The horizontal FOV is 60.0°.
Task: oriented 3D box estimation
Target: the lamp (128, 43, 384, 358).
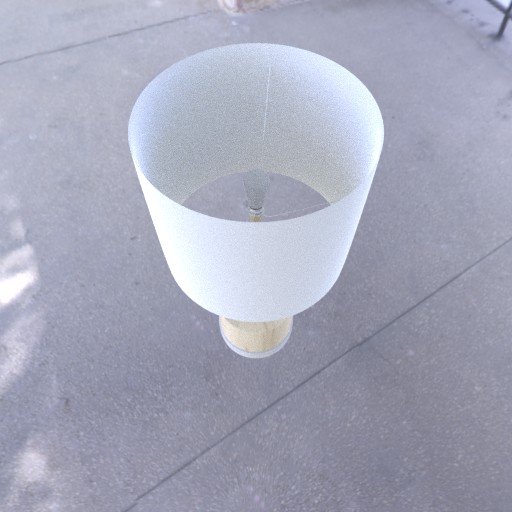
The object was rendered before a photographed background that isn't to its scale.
[{"bbox_3d":[0.000,0.000,0.597,0.229,0.470,0.229,-19,61,-11],"label":"lamp"}]
